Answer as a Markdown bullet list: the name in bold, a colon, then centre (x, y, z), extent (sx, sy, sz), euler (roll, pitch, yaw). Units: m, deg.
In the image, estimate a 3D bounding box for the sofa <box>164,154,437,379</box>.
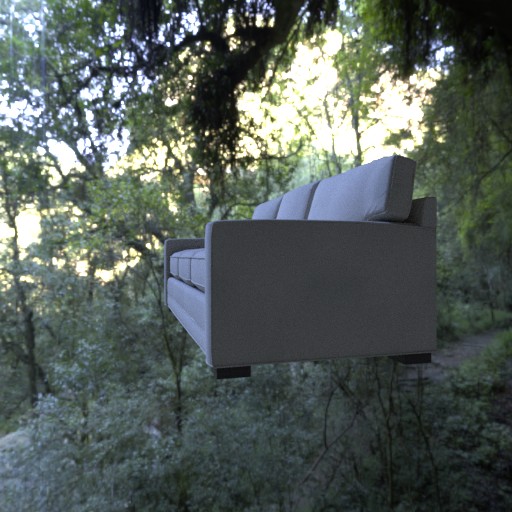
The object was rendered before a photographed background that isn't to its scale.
- **sofa**: centre (0.000, 0.000, 2.660), extent (0.935, 0.862, 2.088), euler (0, 0, -16)
